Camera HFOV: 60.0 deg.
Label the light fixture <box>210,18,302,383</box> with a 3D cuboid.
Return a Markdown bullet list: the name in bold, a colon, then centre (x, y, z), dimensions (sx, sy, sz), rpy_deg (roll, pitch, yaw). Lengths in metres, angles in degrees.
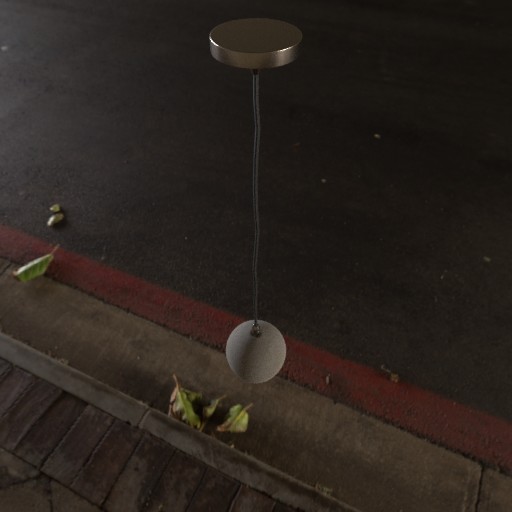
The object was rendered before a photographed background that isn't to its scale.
- **light fixture**: centre (0.000, 0.000, 0.804), dimensions (0.139, 0.764, 0.139), rpy_deg (-24, 51, -22)
